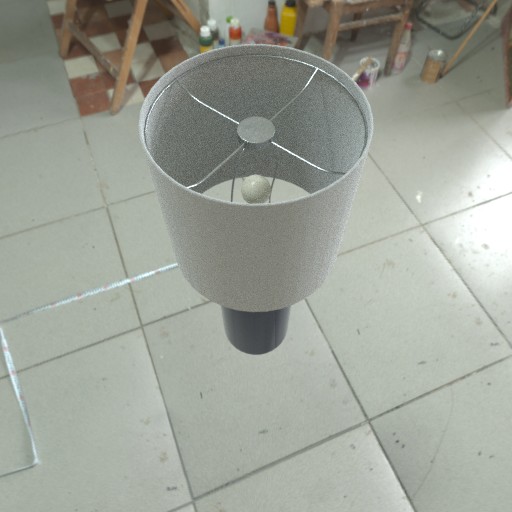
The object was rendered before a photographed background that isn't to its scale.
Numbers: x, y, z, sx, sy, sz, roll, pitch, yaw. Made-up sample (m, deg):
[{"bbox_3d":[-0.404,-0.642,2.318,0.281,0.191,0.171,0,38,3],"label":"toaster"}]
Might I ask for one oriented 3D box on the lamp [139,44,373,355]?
[{"bbox_3d":[0.000,0.000,0.612,0.212,0.493,0.212,34,64,19],"label":"lamp"}]
